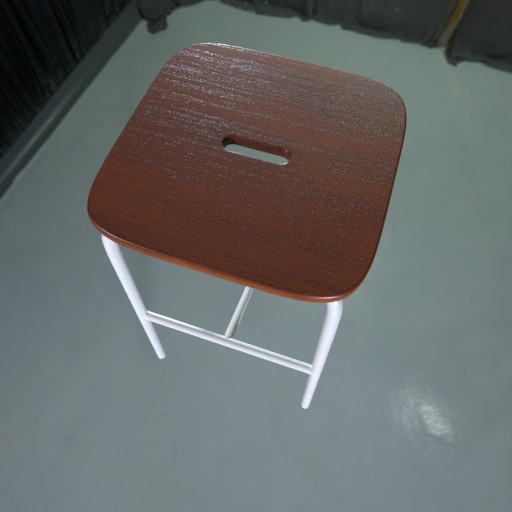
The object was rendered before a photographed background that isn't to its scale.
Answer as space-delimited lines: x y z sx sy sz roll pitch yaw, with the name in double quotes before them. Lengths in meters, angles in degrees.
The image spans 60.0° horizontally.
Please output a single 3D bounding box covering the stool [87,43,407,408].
"stool" 0.000 0.000 0.845 0.376 0.610 0.376 17 64 8
